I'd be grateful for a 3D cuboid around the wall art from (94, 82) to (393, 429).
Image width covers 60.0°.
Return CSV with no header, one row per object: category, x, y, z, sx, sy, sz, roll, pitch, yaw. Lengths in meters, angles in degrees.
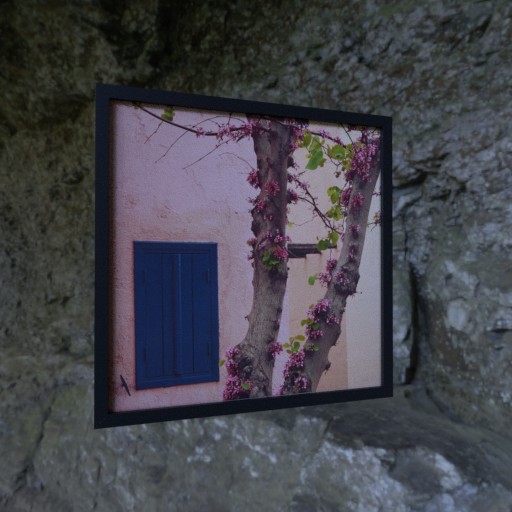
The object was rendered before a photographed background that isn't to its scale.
wall art,0.000,0.000,0.744,0.508,0.508,0.038,0,-1,-18
